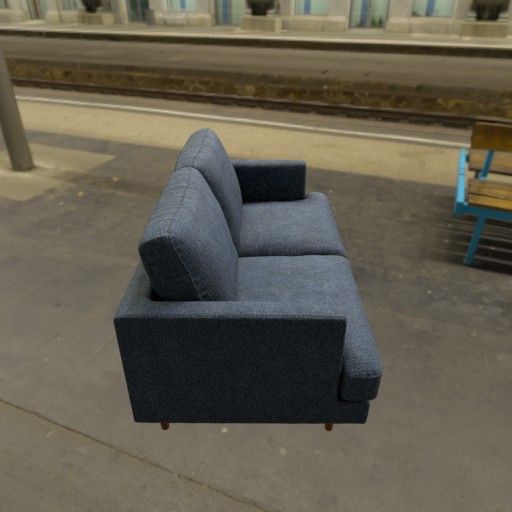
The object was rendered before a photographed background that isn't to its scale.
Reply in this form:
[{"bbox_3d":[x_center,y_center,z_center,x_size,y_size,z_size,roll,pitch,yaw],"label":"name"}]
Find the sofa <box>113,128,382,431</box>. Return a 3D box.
[{"bbox_3d":[0.000,0.000,2.176,0.903,0.944,1.582,0,31,0],"label":"sofa"}]
